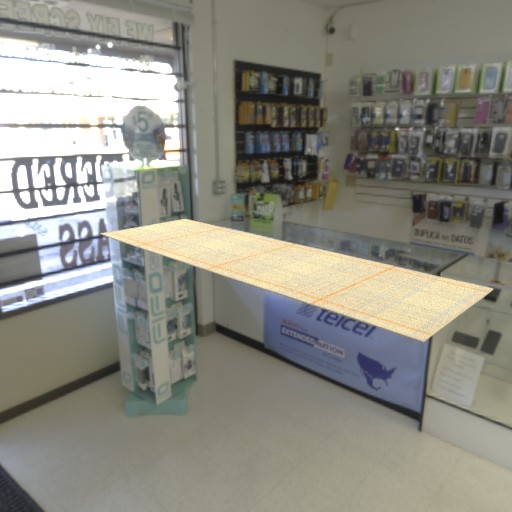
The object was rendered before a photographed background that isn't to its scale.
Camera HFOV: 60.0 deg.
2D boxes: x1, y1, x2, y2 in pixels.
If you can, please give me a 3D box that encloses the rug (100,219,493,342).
[{"bbox_3d":[0.000,0.000,2.684,2.442,0.016,0.770,15,22,42],"label":"rug"}]
